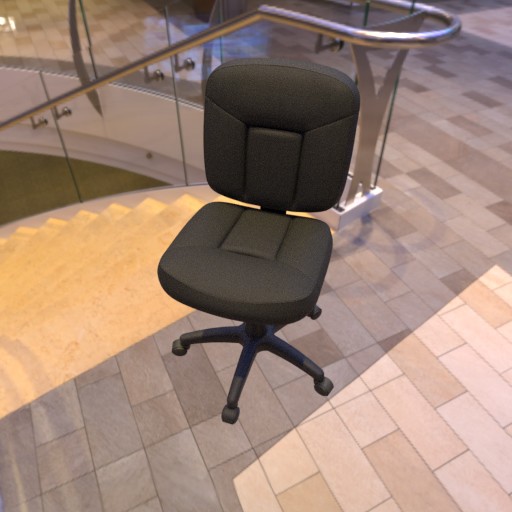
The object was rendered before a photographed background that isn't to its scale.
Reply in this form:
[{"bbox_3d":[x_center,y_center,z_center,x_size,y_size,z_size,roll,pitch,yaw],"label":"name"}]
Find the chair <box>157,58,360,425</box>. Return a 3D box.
[{"bbox_3d":[0.000,0.000,1.340,0.610,0.972,0.610,12,43,13],"label":"chair"}]
